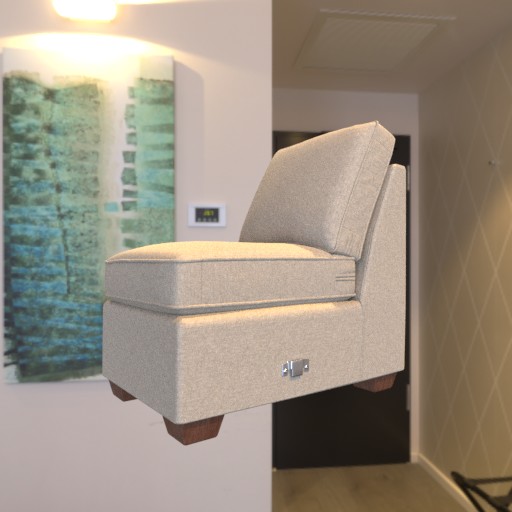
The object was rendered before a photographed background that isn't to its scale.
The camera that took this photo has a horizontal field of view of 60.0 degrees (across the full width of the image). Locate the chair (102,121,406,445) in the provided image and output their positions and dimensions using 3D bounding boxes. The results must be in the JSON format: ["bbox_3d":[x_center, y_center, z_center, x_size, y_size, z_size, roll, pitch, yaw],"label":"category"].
[{"bbox_3d":[0.000,0.000,1.733,1.020,1.058,0.674,0,0,-37],"label":"chair"}]
